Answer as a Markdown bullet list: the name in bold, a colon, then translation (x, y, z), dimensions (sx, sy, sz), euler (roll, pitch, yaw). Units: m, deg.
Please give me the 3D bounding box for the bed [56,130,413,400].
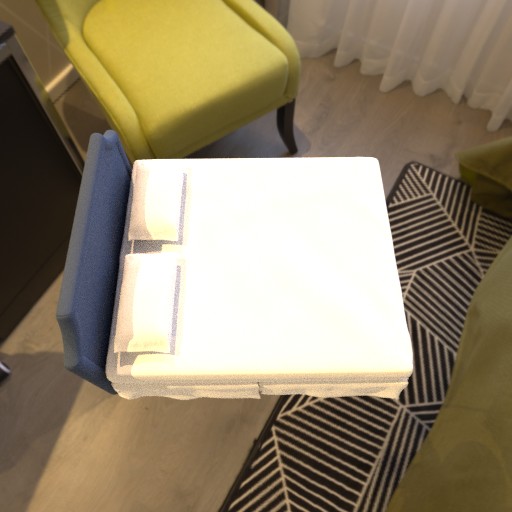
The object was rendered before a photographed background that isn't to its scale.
- **bed**: translation (0.000, 0.000, 4.048), dimensions (2.773, 1.488, 2.350), euler (-1, 64, 0)
